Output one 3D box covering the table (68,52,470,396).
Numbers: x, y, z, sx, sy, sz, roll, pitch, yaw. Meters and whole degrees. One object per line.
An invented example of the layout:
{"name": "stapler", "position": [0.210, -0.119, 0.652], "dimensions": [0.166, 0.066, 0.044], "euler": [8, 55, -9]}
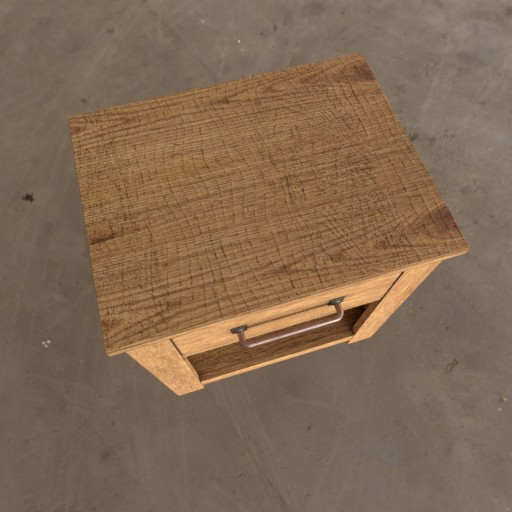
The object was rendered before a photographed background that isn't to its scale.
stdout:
{"name": "table", "position": [0.000, 0.000, 1.062], "dimensions": [0.601, 0.625, 0.494], "euler": [-15, 66, -7]}
